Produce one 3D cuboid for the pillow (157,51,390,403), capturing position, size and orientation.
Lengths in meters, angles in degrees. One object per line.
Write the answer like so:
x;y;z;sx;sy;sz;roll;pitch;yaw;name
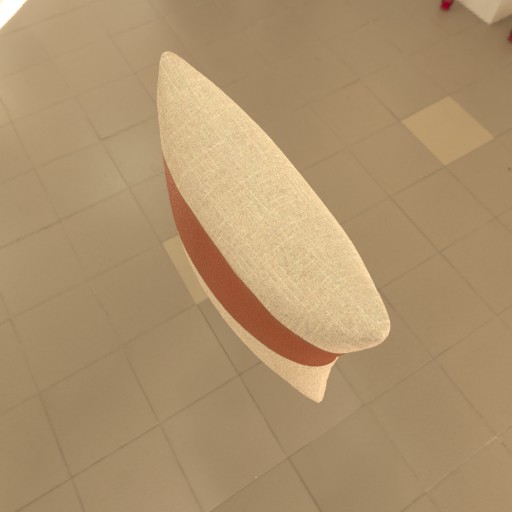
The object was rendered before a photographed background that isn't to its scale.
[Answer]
0.000;0.000;0.628;0.173;0.399;0.414;-29;67;-14;pillow
